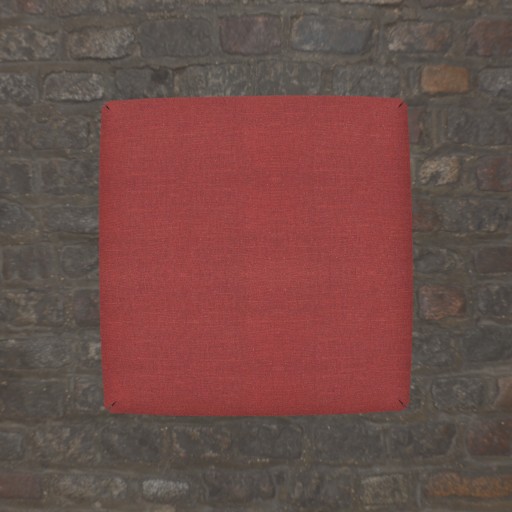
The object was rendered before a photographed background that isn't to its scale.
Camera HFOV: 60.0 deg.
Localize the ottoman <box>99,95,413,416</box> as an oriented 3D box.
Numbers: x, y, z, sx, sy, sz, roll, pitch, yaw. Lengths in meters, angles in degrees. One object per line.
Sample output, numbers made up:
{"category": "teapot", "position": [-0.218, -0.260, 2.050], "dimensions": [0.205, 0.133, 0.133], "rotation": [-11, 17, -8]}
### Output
{"category": "ottoman", "position": [0.000, 0.000, 0.886], "dimensions": [0.497, 0.475, 0.507], "rotation": [0, 90, 0]}
